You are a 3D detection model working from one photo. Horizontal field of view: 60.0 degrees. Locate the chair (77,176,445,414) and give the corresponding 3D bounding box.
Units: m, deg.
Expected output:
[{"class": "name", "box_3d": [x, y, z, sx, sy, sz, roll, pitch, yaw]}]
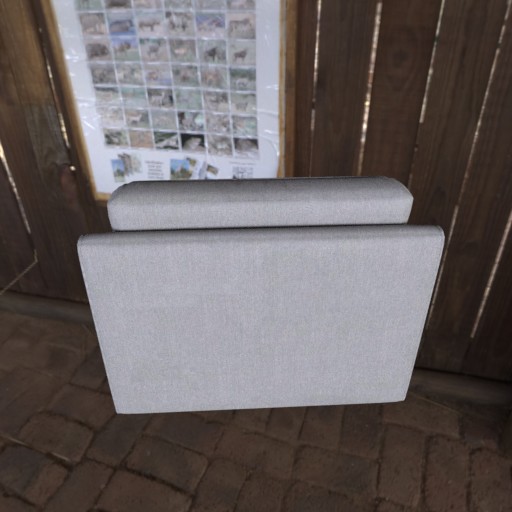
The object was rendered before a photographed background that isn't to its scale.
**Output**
[{"class": "chair", "box_3d": [0.000, 0.000, 2.030, 1.270, 0.974, 1.043, -2, 31, -3]}]
